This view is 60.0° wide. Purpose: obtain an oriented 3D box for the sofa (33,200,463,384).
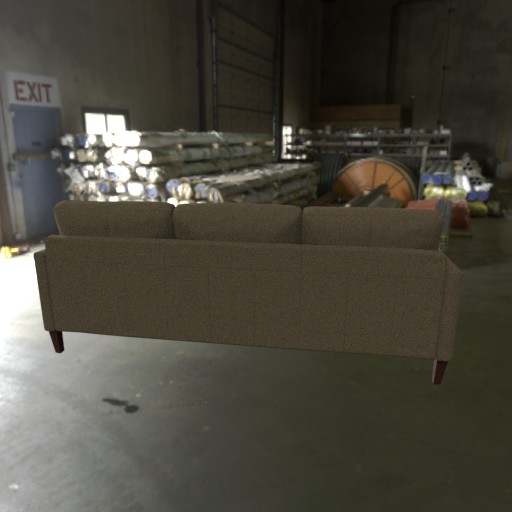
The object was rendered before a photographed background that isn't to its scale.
[{"bbox_3d":[0.000,0.000,2.941,2.178,0.875,1.506,2,15,9],"label":"sofa"}]
